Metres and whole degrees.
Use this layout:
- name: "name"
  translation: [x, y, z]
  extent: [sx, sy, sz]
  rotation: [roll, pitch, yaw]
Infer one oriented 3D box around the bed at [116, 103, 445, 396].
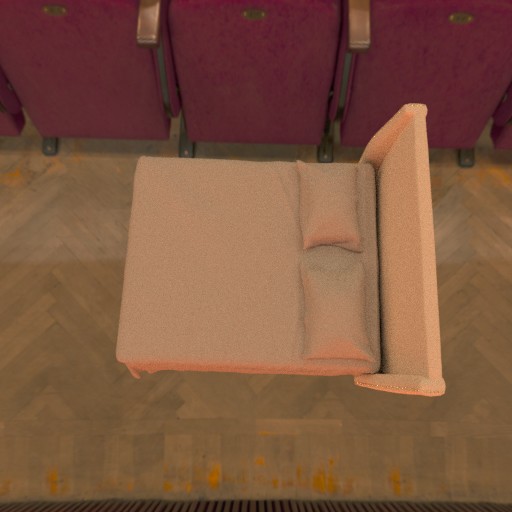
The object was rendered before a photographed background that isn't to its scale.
- name: "bed"
  translation: [0.000, 0.000, 3.417]
  extent: [2.276, 1.332, 1.925]
  rotation: [2, 76, 1]
